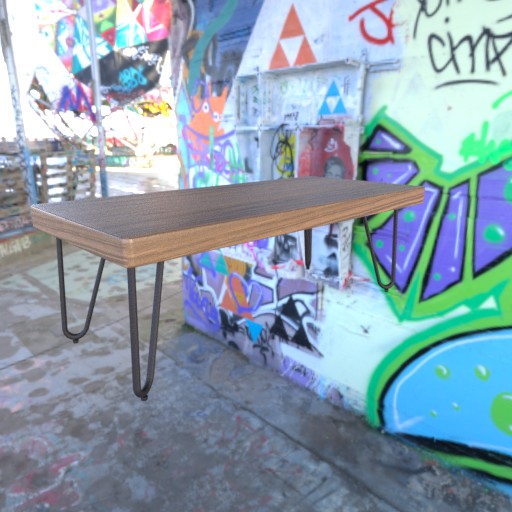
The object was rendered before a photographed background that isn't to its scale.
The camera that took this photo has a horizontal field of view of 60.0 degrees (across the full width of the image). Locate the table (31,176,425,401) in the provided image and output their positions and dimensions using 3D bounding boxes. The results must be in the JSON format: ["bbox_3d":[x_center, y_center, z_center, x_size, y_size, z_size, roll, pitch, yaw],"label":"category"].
[{"bbox_3d":[0.000,0.000,1.689,1.375,0.468,0.637,-14,21,-41],"label":"table"}]
